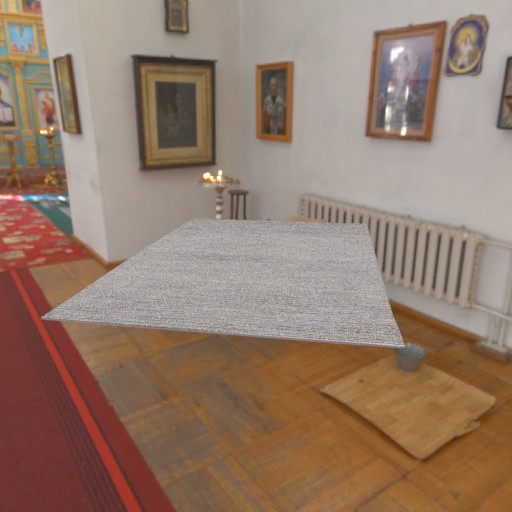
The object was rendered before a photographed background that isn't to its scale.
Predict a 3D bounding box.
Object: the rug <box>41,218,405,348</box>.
[{"bbox_3d":[0.000,0.000,2.973,1.604,0.030,2.307,3,17,10],"label":"rug"}]
